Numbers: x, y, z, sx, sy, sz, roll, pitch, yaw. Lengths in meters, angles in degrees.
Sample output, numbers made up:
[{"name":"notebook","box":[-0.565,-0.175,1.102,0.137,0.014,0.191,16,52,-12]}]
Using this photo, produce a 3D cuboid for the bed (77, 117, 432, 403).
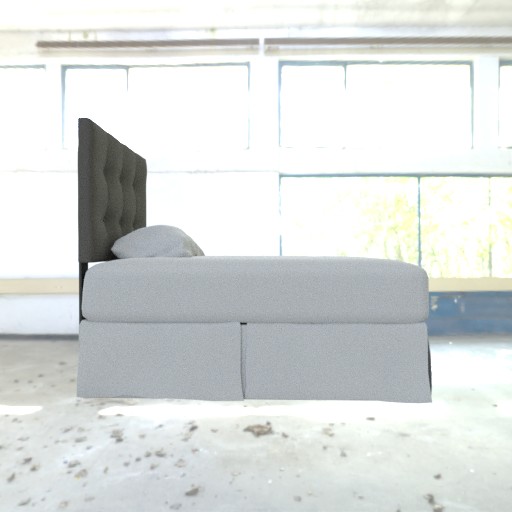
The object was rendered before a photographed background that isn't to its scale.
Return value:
[{"name":"bed","box":[0.000,0.000,3.005,1.997,1.571,1.261,0,1,2]}]
